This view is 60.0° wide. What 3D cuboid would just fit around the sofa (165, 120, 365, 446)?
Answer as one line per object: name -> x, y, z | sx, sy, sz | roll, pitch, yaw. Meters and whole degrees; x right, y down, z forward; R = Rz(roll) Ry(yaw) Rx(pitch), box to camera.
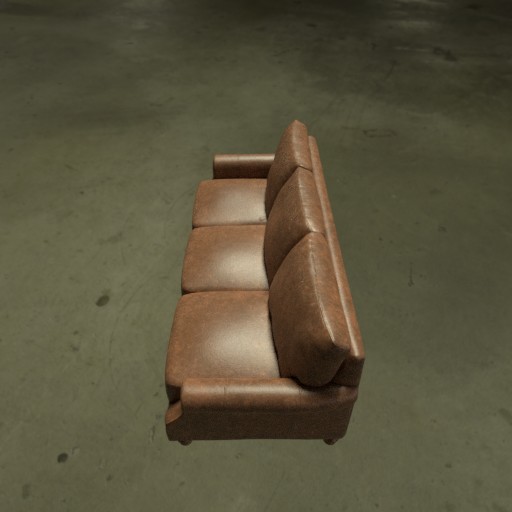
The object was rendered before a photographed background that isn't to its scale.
sofa -> 0.000, 0.000, 2.952 | 0.973, 0.977, 2.351 | 0, 41, 0
